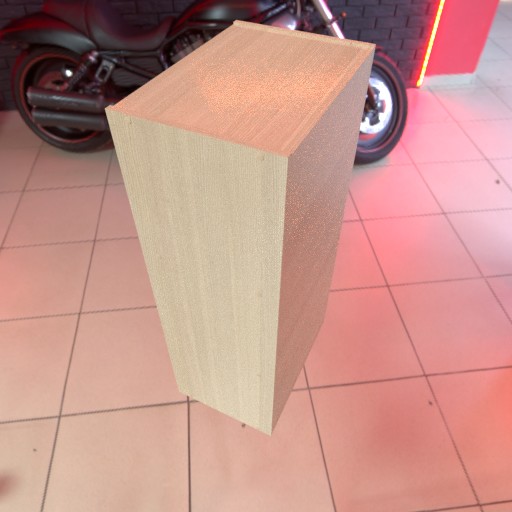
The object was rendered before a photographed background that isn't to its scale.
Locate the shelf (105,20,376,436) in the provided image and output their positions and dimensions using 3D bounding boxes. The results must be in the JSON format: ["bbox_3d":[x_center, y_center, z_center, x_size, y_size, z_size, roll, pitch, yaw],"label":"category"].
[{"bbox_3d":[0.000,0.000,1.051,0.292,0.876,0.417,19,49,18],"label":"shelf"}]
